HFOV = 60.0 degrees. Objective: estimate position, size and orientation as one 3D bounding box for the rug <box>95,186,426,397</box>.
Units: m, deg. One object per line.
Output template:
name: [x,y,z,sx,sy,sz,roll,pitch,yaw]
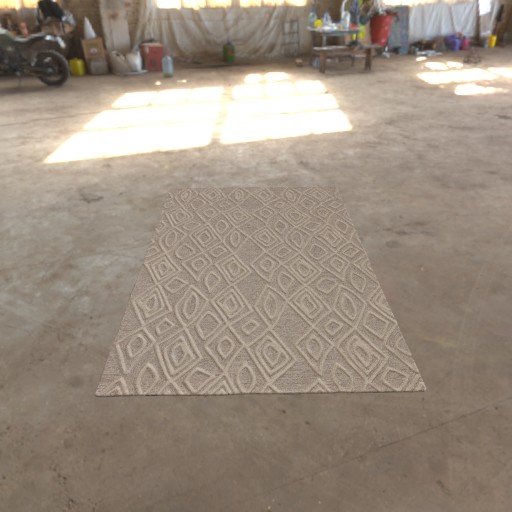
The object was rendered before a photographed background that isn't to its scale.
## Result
rug: [0.000,0.000,3.080,1.546,0.010,2.442,-1,32,-1]
